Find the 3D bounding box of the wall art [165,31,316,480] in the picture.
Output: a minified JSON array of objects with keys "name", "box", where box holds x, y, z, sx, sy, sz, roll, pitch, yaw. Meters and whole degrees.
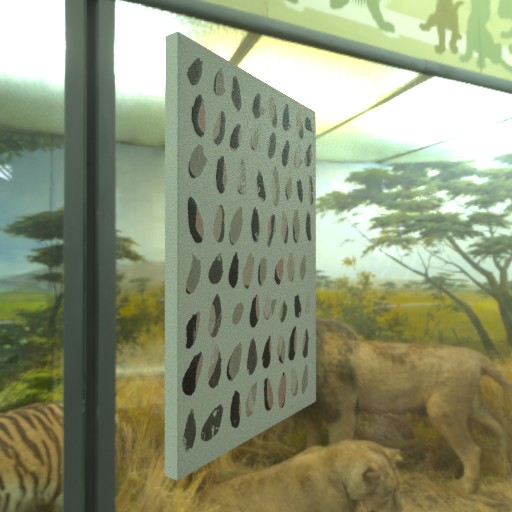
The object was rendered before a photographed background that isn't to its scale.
[{"name":"wall art","box":[0.000,0.000,0.771,0.025,0.608,0.405,0,0,35]}]
